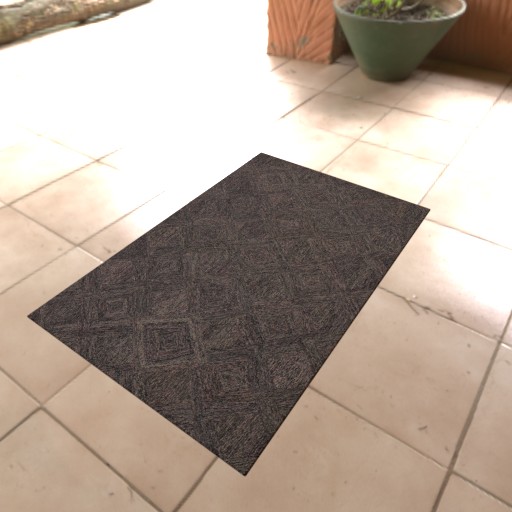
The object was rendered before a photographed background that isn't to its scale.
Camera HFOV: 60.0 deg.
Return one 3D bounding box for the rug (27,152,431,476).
[{"bbox_3d":[0.000,0.000,2.847,1.501,0.017,2.298,25,47,26],"label":"rug"}]
